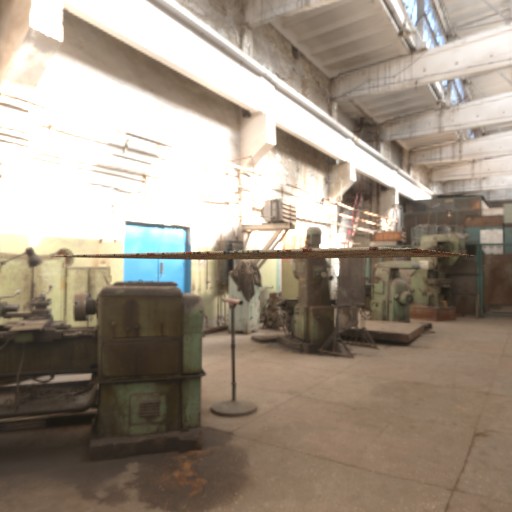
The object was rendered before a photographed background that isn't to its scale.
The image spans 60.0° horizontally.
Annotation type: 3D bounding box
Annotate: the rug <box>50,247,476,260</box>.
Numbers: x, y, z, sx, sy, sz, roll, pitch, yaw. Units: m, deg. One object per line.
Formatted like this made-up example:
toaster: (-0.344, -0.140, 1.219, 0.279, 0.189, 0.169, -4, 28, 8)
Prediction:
rug: (0.000, 0.000, 2.419, 1.997, 0.010, 1.218, -1, -2, 35)
